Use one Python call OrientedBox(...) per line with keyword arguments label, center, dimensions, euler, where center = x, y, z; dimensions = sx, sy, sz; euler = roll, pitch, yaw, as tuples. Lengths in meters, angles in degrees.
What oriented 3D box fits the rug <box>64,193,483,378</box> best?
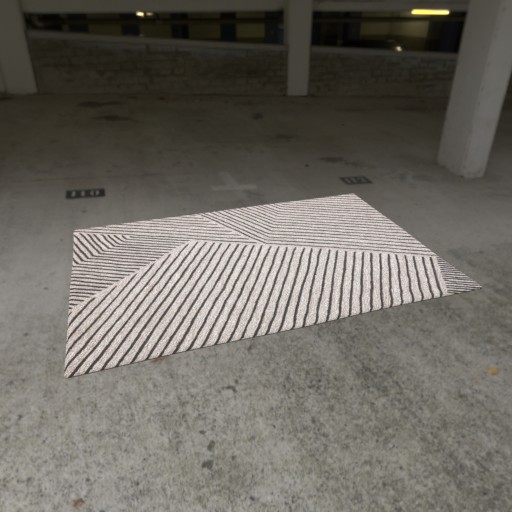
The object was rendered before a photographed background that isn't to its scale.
OrientedBox(label="rug", center=(0.000, 0.000, 2.333), dimensions=(1.842, 0.019, 1.237), euler=(-9, 31, -16))
